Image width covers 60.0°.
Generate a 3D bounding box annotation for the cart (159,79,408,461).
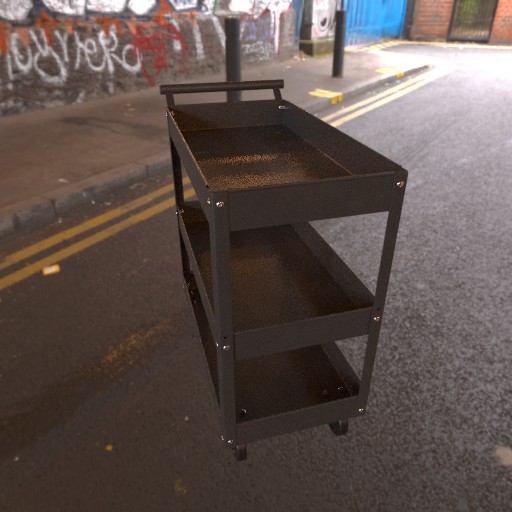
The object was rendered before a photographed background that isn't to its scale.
[{"bbox_3d":[0.000,0.000,1.193,0.366,0.780,0.719,-8,31,-14],"label":"cart"}]
